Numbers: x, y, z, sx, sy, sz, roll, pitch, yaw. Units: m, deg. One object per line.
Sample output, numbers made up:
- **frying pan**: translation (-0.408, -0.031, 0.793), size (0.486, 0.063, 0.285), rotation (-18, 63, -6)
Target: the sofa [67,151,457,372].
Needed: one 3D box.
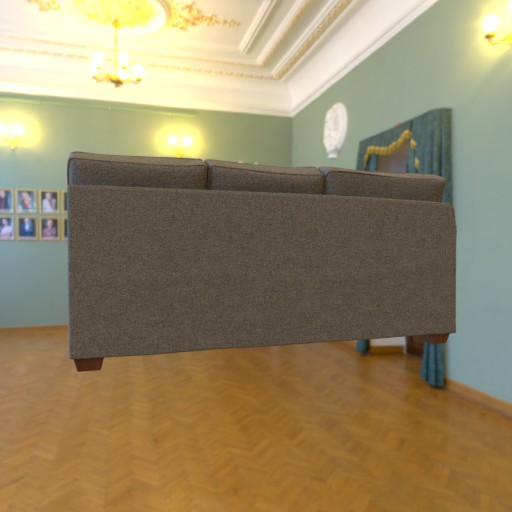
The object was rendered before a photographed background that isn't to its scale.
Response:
- **sofa**: translation (0.000, 0.000, 2.563), size (1.963, 0.946, 1.034), rotation (0, 1, -18)
